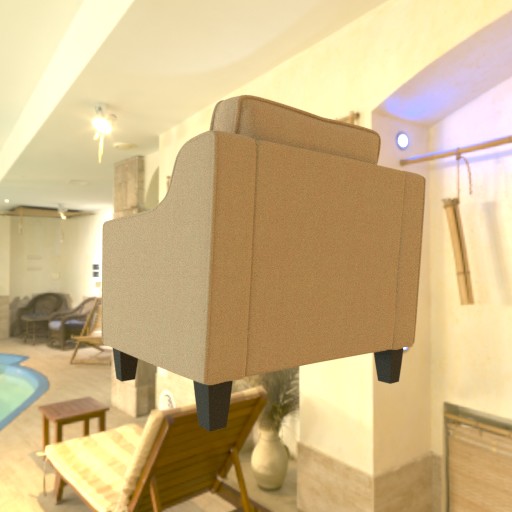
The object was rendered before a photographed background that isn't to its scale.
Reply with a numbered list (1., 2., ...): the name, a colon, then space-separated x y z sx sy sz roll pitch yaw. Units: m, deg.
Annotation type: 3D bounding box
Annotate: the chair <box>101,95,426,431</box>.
1. chair: 0.000 0.000 1.702 0.922 0.948 0.882 1 -2 -37
